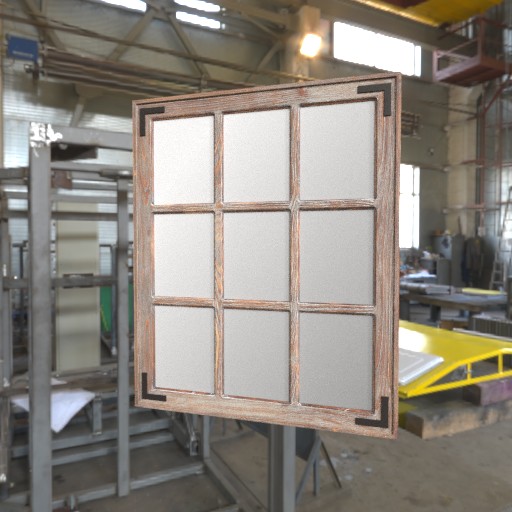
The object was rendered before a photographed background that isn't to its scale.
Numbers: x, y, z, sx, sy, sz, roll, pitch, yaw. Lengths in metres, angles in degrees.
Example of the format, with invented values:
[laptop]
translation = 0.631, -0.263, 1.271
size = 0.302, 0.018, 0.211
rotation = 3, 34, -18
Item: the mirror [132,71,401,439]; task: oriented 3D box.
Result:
[mirror]
translation = 0.000, 0.000, 1.185
size = 0.730, 0.882, 0.032
rotation = 1, 2, 17
